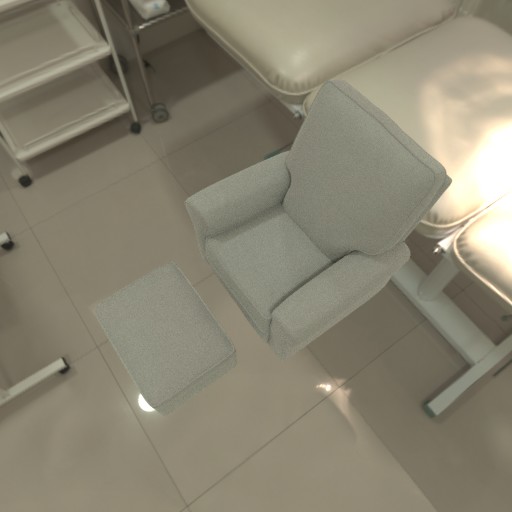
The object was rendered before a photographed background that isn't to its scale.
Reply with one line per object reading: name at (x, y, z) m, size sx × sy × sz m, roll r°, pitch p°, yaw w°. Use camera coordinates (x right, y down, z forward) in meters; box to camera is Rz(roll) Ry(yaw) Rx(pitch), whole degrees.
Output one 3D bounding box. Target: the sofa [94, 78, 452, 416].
sofa at (0.000, 0.000, 2.016) m, size 1.478 × 0.959 × 0.880 m, roll -33°, pitch 67°, yaw -16°
